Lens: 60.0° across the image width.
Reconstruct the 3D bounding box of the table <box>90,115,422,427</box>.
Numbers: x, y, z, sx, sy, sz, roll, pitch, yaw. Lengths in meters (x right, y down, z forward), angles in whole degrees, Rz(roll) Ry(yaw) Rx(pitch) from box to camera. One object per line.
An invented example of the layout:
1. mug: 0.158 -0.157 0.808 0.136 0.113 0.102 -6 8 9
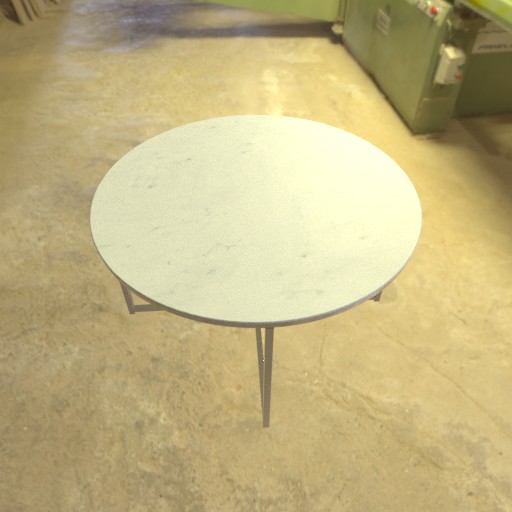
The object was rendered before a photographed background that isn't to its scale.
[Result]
1. table: 0.000 0.000 1.261 0.800 0.450 0.800 0 45 0
